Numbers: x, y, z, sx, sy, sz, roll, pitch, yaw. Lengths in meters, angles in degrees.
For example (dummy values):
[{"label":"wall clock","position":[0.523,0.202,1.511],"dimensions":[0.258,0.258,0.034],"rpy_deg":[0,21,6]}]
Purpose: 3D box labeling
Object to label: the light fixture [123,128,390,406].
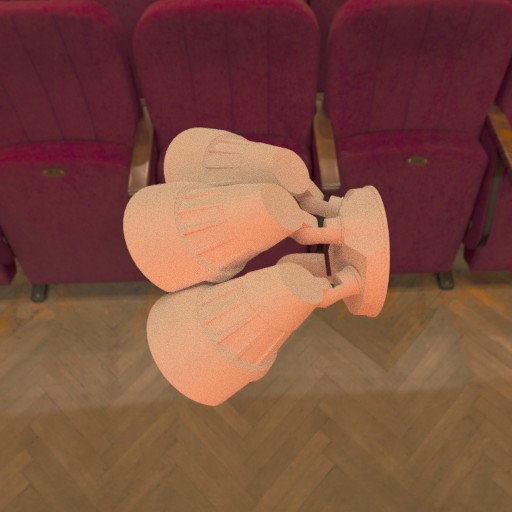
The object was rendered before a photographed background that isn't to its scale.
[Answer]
[{"label":"light fixture","position":[0.000,0.000,0.546],"dimensions":[0.278,0.237,0.369],"rpy_deg":[-1,59,-1]}]
